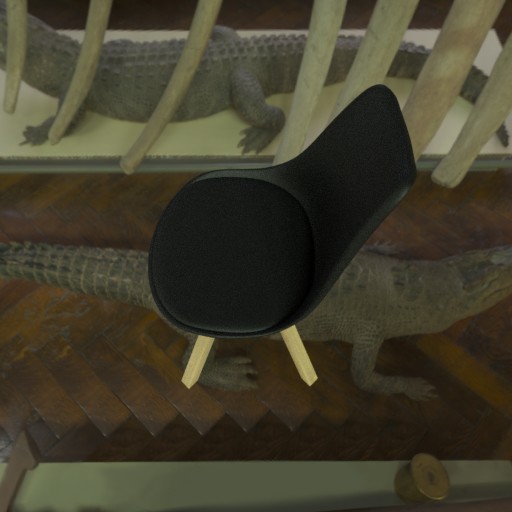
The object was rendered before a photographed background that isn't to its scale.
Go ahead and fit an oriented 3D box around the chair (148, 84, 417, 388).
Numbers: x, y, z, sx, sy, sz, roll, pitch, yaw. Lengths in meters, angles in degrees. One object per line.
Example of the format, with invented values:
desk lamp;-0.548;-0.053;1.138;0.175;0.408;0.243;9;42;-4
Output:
chair;0.000;0.000;1.142;0.549;0.850;0.485;-1;60;-1
